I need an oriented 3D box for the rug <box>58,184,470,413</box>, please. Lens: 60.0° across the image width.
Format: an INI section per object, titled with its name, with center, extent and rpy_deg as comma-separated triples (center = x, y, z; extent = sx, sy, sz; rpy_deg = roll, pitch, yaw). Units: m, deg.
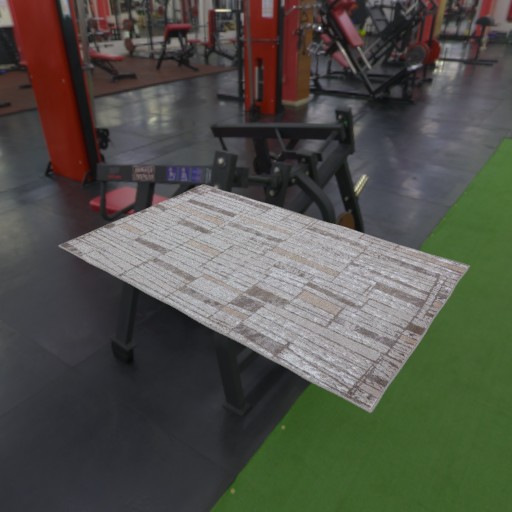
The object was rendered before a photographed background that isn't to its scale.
[rug]
center = 0.000, 0.000, 3.081
extent = 2.444, 0.023, 1.531
rpy_deg = 21, 37, 32
